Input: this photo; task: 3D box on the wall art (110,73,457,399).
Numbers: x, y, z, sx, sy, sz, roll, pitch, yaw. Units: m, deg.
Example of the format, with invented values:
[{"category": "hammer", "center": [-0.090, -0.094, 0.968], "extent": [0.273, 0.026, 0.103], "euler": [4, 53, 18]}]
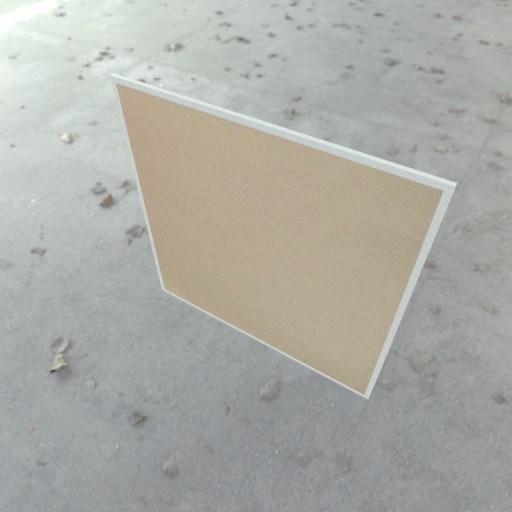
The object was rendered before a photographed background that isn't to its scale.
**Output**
[{"category": "wall art", "center": [0.000, 0.000, 1.202], "extent": [0.809, 0.809, 0.012], "euler": [24, 51, 21]}]
